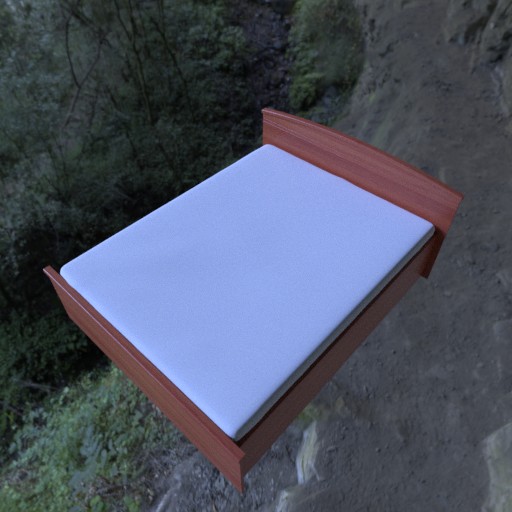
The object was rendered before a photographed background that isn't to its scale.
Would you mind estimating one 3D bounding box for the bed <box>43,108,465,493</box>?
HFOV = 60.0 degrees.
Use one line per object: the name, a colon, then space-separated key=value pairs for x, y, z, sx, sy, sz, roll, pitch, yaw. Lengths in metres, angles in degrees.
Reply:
bed: x=0.000 y=0.000 z=2.914 sx=1.683 sy=0.848 sz=2.053 roll=33 pitch=54 yaw=28
